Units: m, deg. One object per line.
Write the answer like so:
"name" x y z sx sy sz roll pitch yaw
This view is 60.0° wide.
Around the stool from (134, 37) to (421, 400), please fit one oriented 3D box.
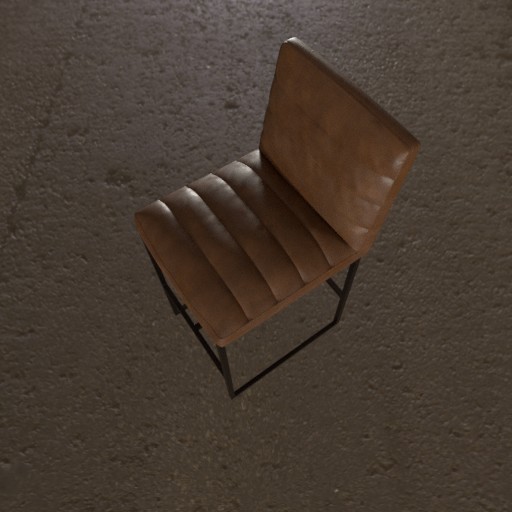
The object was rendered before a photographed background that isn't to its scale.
"stool" 0.000 0.000 1.387 0.562 1.065 0.463 -32 66 -16
